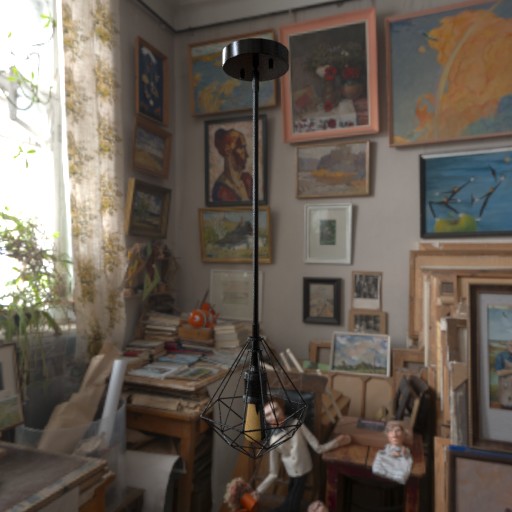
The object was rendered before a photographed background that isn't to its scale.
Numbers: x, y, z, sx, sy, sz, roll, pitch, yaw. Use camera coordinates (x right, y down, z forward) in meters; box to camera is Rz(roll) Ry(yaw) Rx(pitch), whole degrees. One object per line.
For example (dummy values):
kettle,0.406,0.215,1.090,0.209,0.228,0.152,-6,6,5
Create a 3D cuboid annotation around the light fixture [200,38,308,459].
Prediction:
light fixture,0.000,0.000,1.936,0.487,1.764,0.431,0,-1,-18
